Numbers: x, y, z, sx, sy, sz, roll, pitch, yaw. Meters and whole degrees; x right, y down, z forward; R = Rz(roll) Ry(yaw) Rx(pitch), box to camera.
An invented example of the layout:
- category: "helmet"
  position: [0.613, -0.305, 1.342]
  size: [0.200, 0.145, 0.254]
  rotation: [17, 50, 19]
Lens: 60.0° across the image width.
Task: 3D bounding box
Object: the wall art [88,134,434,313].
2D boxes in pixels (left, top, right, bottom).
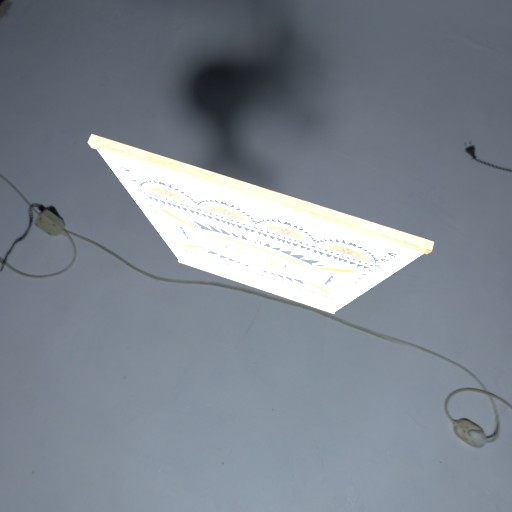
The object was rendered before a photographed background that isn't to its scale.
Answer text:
- category: "wall art"
  position: [0.000, 0.000, 1.968]
  size: [0.999, 1.533, 0.028]
  rotation: [18, 77, 4]
